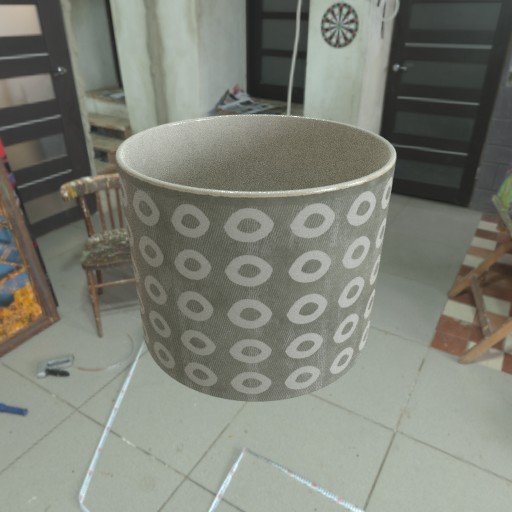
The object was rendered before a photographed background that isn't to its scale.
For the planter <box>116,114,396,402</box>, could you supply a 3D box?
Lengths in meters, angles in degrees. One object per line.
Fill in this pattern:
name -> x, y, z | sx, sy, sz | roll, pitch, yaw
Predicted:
planter -> 0.000, 0.000, 0.467 | 0.250, 0.239, 0.250 | 0, 30, 0
